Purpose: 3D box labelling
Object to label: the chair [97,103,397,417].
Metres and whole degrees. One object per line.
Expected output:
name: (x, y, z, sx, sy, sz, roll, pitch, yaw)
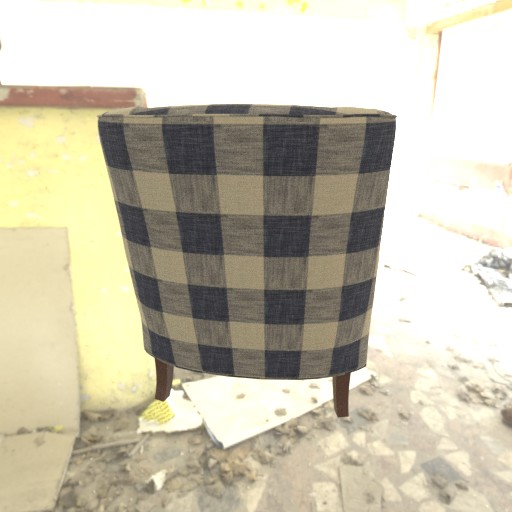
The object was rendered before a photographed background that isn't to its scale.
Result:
chair: (0.000, 0.000, 1.629, 0.830, 1.041, 0.889, 2, 18, 8)
